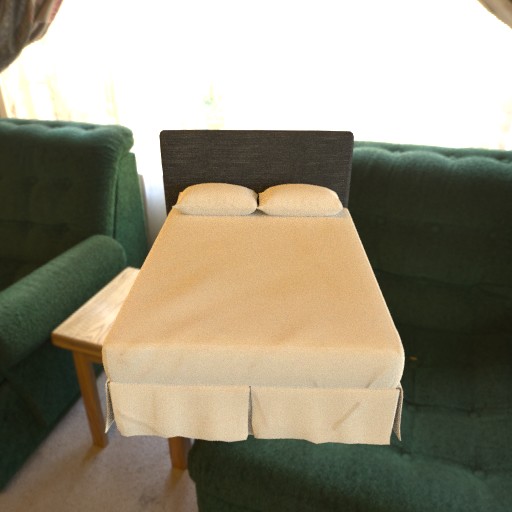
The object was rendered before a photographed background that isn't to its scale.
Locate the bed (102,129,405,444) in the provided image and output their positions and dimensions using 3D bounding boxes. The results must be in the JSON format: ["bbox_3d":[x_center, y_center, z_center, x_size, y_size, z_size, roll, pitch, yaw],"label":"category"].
[{"bbox_3d":[0.000,0.000,3.162,1.723,1.330,2.142,1,28,1],"label":"bed"}]
